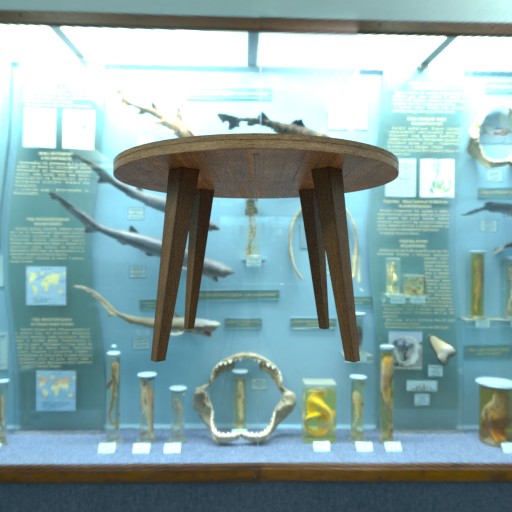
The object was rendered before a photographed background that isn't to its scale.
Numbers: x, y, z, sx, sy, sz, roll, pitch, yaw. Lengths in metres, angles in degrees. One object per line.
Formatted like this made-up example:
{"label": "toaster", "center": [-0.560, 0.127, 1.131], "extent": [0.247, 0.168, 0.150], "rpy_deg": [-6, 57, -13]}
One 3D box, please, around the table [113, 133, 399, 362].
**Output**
{"label": "table", "center": [0.000, 0.000, 1.978], "extent": [1.213, 0.764, 1.213], "rpy_deg": [0, 0, 0]}
